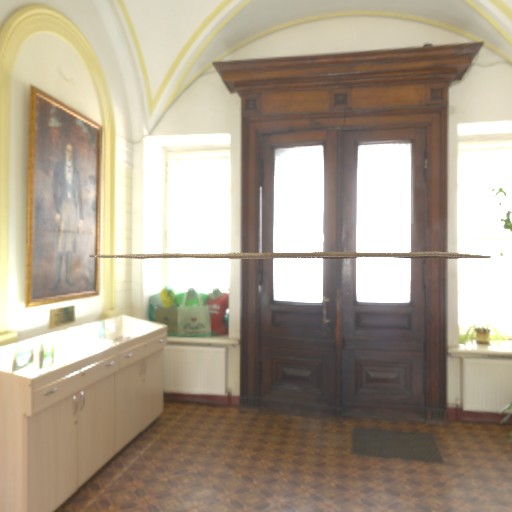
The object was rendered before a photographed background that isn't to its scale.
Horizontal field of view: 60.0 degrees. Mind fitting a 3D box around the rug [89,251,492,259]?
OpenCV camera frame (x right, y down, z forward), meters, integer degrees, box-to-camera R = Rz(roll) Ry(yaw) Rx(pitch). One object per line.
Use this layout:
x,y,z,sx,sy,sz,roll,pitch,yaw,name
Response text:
0.000,0.000,2.336,1.252,0.034,1.829,0,-1,-35,rug
